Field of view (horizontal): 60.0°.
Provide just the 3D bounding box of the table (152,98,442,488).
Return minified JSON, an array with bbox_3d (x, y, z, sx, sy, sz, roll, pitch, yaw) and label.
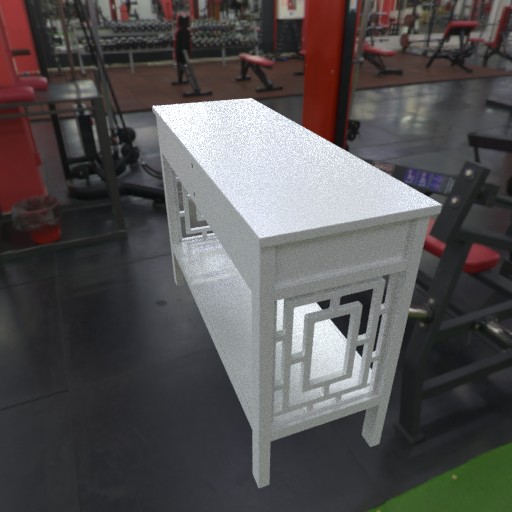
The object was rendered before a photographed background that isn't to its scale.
[{"bbox_3d":[0.000,0.000,1.433,0.397,0.753,1.068,-11,33,-18],"label":"table"}]
